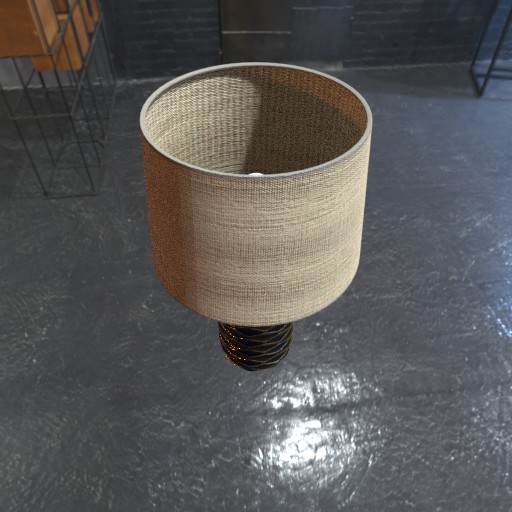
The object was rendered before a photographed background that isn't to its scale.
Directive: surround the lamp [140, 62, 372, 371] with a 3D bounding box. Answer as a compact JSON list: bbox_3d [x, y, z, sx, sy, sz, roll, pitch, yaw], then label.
[{"bbox_3d":[0.000,0.000,0.840,0.376,0.594,0.376,0,46,0],"label":"lamp"}]
